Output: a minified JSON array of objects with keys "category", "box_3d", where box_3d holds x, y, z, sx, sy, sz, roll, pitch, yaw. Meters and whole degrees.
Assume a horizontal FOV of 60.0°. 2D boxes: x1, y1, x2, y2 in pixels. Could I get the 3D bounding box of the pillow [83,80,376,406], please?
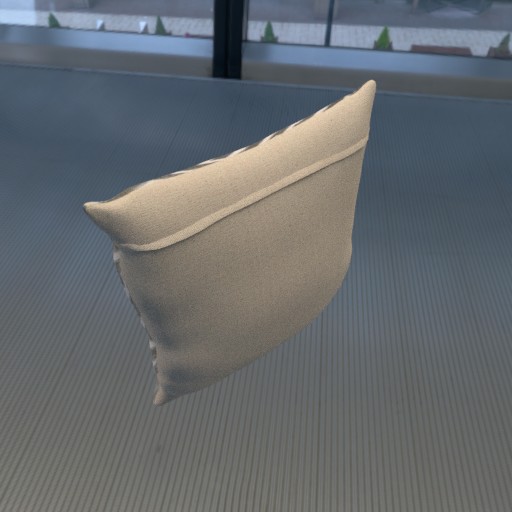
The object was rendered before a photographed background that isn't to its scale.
[{"category":"pillow","box_3d":[0.000,0.000,0.683,0.440,0.441,0.182,-30,53,-26]}]
